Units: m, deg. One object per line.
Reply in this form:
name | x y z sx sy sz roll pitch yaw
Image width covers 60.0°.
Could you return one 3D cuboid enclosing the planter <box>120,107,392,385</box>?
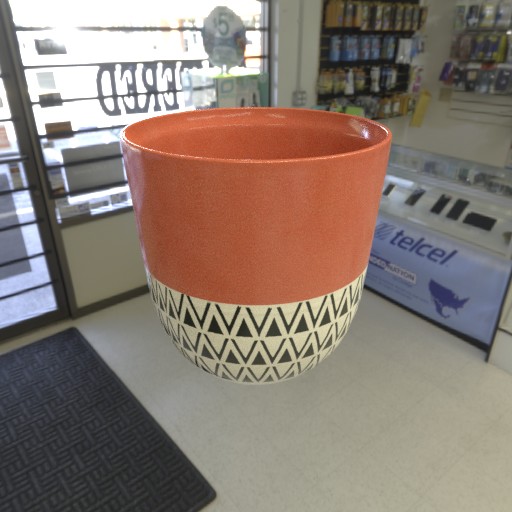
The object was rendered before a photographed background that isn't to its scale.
planter | 0.000 0.000 0.376 0.195 0.214 0.195 0 27 0
